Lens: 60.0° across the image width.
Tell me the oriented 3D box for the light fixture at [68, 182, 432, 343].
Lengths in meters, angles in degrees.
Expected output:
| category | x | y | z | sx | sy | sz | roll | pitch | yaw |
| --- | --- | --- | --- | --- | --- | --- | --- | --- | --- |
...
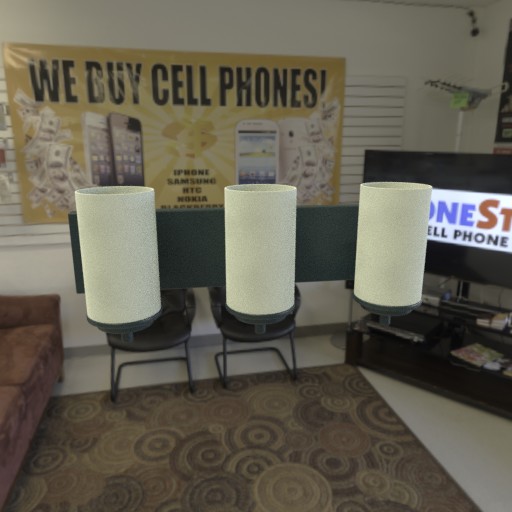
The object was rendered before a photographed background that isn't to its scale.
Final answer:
| category | x | y | z | sx | sy | sz | roll | pitch | yaw |
| --- | --- | --- | --- | --- | --- | --- | --- | --- | --- |
| light fixture | 0.000 | 0.000 | 0.540 | 0.451 | 0.172 | 0.145 | -2 | 15 | -9 |
